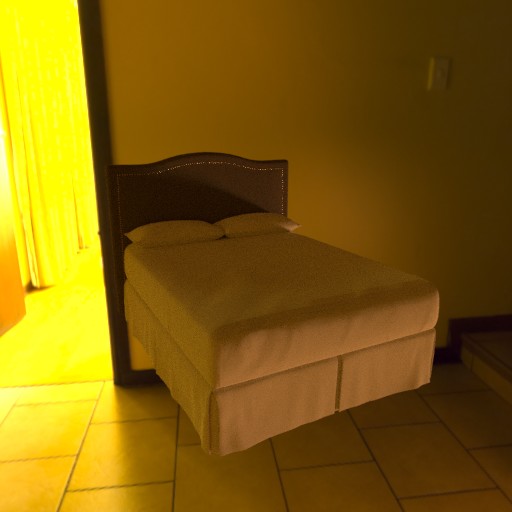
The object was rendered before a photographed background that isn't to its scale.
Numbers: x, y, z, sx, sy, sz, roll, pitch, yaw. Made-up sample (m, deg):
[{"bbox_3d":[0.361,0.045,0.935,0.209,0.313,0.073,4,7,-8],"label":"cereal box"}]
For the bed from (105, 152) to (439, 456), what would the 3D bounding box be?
[{"bbox_3d":[0.000,0.000,3.182,1.666,1.387,2.036,-8,17,-27],"label":"bed"}]
